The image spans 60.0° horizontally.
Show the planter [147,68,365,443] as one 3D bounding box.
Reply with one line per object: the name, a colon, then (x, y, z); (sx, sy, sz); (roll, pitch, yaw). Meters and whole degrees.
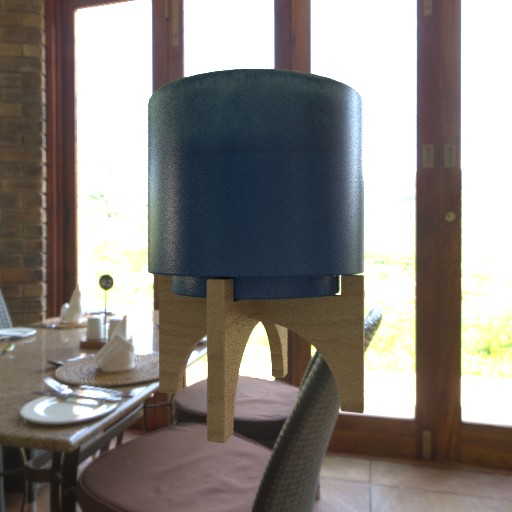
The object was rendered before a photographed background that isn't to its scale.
planter: (0.000, 0.000, 0.405); (0.192, 0.263, 0.192); (0, 0, 0)
